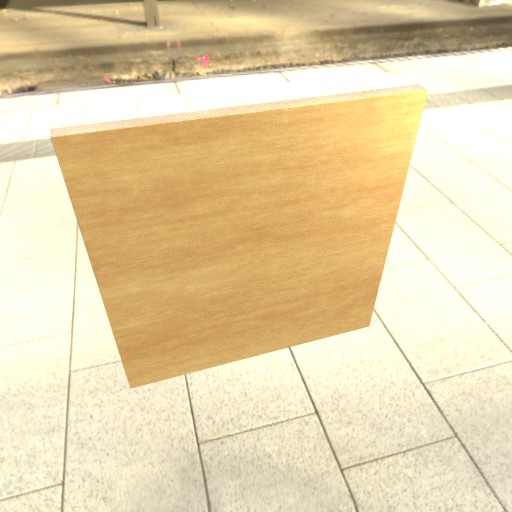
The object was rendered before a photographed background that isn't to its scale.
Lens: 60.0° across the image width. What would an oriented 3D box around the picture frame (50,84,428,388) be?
[{"bbox_3d":[0.000,0.000,1.113,0.758,0.761,0.037,-12,41,-13],"label":"picture frame"}]
